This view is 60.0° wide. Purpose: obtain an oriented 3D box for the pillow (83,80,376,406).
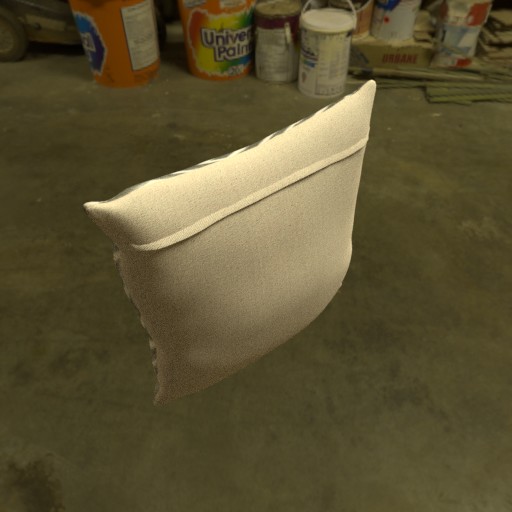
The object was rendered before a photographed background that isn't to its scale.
[{"bbox_3d":[0.000,0.000,0.683,0.440,0.441,0.182,-30,53,-26],"label":"pillow"}]
